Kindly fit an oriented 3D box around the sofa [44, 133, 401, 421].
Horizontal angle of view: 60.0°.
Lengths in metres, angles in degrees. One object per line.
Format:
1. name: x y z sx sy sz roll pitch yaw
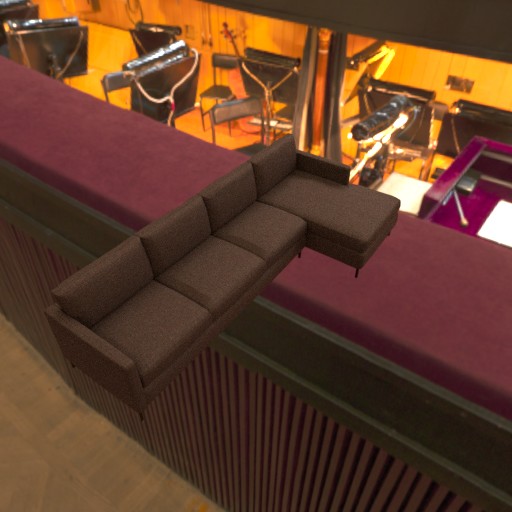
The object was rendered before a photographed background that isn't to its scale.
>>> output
1. sofa: 0.000 0.000 3.935 1.483 0.892 3.221 25 46 26
